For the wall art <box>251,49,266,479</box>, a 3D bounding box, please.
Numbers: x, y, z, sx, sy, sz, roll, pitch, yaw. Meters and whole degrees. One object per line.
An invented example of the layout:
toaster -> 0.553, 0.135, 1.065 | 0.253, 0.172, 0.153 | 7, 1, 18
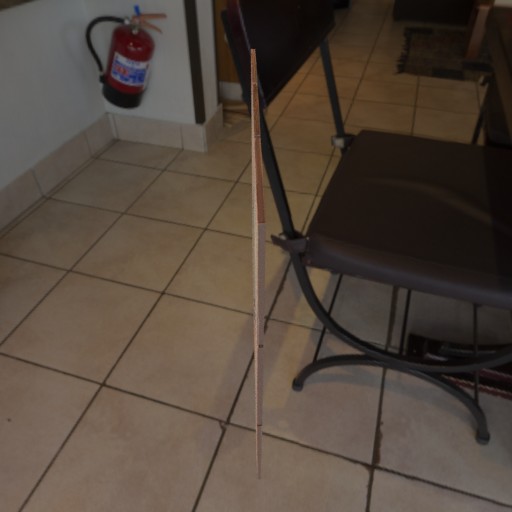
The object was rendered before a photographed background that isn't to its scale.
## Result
wall art -> 0.000, 0.000, 1.330 | 0.013, 0.914, 0.915 | -1, 41, -1
